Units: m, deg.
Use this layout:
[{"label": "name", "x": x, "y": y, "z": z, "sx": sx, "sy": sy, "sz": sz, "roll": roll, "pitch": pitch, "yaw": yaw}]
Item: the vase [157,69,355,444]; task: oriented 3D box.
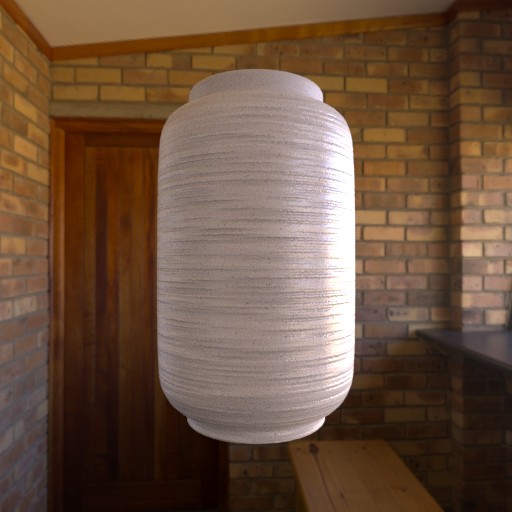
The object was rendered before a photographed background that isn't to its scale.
[{"label": "vase", "x": 0.000, "y": 0.000, "z": 0.463, "sx": 0.202, "sy": 0.335, "sz": 0.202, "roll": 0, "pitch": -1, "yaw": 0}]
